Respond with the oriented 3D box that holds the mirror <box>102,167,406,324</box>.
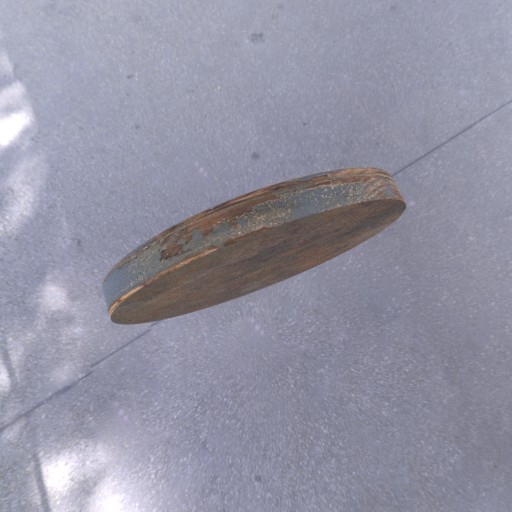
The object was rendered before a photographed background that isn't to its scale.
[{"bbox_3d":[0.000,0.000,0.872,0.585,0.585,0.061,-21,79,-4],"label":"mirror"}]
